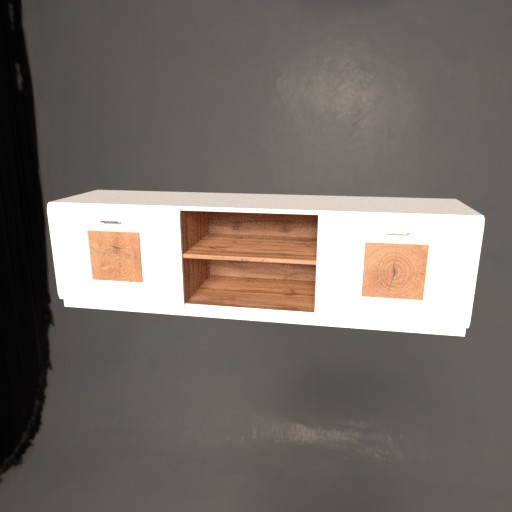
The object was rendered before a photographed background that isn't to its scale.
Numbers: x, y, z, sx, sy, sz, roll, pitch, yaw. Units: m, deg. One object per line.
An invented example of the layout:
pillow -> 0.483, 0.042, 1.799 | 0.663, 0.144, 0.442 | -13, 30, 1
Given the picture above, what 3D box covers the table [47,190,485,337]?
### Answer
table -> 0.000, 0.000, 1.772 | 1.550, 0.440, 0.400 | 3, 16, 10
